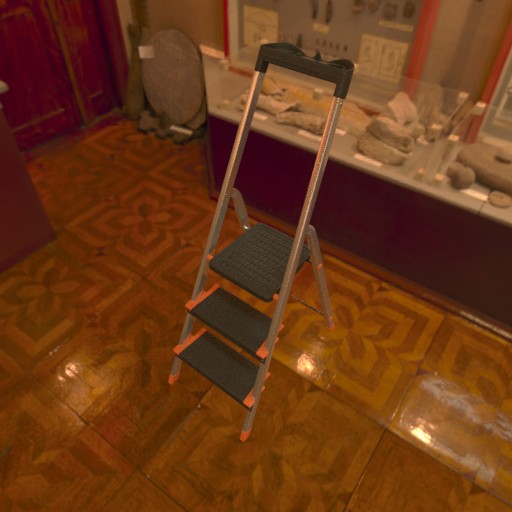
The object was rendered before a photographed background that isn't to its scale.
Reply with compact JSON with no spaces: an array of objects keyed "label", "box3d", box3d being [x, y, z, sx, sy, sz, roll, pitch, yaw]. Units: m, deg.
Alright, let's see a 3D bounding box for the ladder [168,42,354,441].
[{"label":"ladder","box3d":[0.000,0.000,1.542,0.416,1.229,0.686,29,52,26]}]
